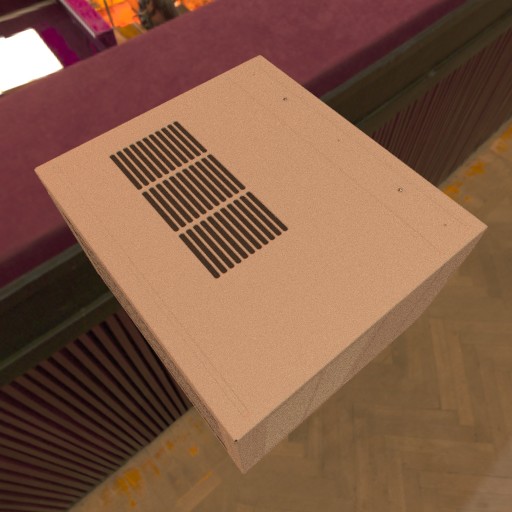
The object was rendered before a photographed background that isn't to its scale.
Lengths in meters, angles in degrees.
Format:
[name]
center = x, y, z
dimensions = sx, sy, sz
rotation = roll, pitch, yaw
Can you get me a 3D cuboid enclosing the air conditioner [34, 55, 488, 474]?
[air conditioner]
center = 0.000, 0.000, 1.025
dimensions = 0.599, 0.455, 0.645
rotation = -35, 65, -19
